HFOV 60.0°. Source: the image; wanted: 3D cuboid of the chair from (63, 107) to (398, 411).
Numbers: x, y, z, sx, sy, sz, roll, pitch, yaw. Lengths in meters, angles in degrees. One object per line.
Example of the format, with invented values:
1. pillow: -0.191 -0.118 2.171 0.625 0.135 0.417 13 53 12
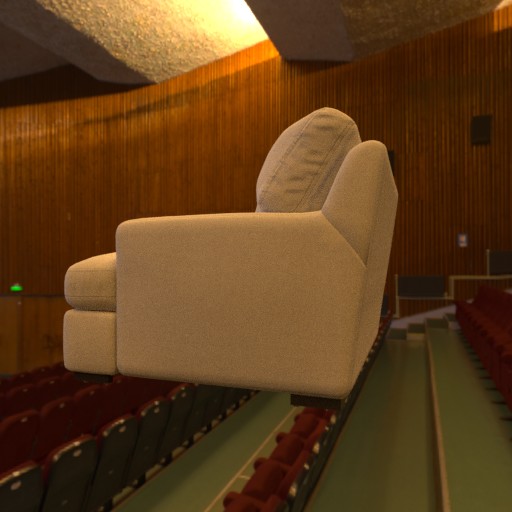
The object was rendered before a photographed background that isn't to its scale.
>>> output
1. chair: 0.000 0.000 1.946 1.158 0.930 1.140 0 0 20
